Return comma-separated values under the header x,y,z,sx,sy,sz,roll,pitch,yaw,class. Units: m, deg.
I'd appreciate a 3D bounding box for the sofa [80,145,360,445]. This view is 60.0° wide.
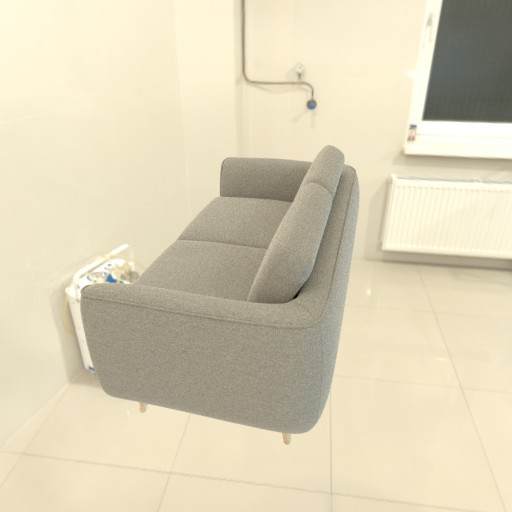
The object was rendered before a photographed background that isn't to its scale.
x,y,z,sx,sy,sz,roll,pitch,yaw,class
0.000,0.000,2.195,0.920,0.850,1.700,7,30,13,sofa
